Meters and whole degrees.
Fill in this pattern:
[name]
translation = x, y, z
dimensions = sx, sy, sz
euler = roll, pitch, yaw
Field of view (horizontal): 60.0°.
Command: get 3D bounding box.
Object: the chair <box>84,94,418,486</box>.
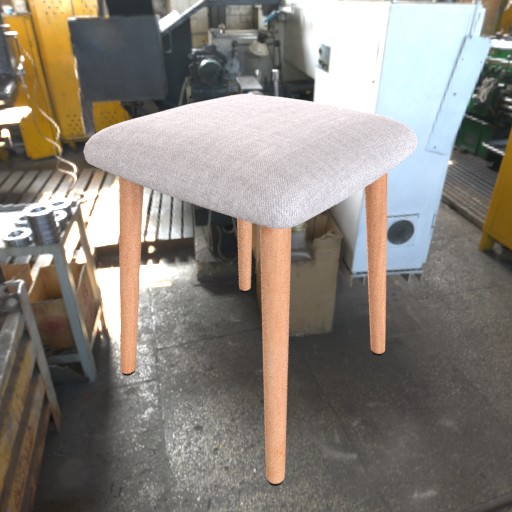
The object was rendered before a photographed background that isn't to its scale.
[chair]
translation = 0.000, 0.000, 0.691
dimensions = 0.350, 0.440, 0.350
euler = 22, 37, 32
